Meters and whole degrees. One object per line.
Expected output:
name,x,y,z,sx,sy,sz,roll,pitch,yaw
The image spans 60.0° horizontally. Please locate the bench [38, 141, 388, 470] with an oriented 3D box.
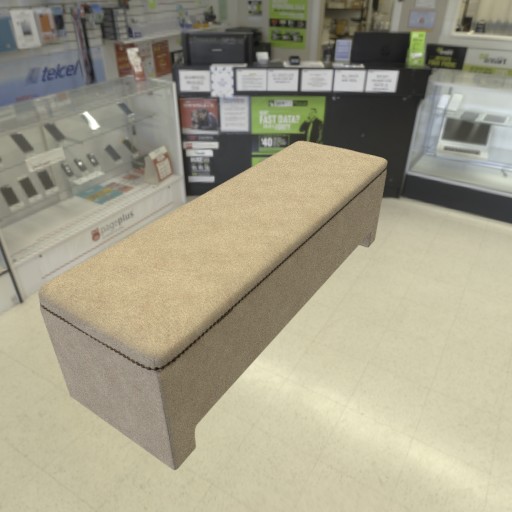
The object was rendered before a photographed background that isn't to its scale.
bench,0.000,0.000,1.700,0.470,0.447,1.482,20,39,28
